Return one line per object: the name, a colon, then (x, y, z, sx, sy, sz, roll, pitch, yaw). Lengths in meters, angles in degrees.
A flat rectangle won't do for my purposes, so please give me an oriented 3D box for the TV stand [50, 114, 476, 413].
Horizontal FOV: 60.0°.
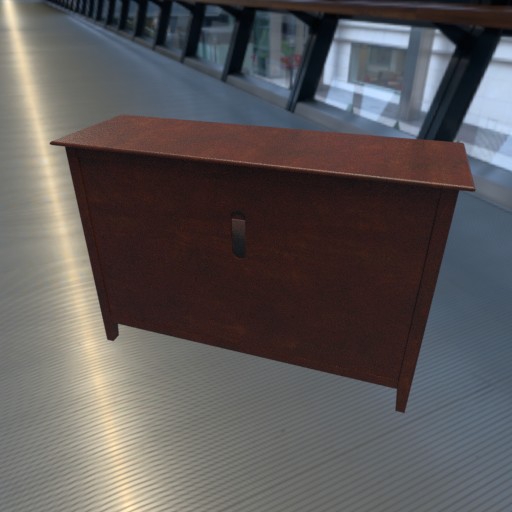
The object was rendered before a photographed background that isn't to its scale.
TV stand: (0.000, 0.000, 1.767, 1.372, 0.915, 0.445, 10, 32, 16)
